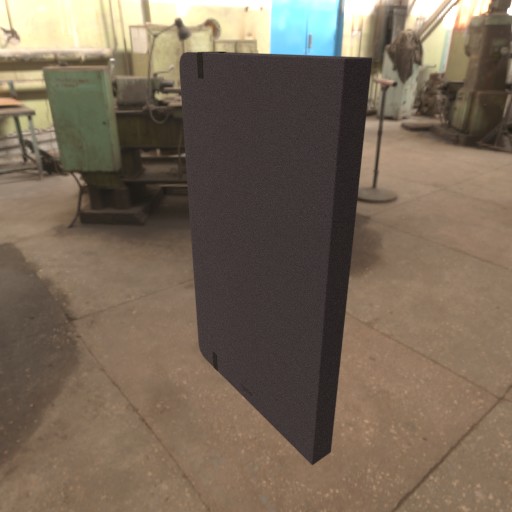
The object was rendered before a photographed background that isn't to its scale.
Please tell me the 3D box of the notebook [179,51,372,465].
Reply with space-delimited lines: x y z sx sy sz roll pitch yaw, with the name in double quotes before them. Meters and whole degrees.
"notebook" 0.000 0.000 0.256 0.016 0.213 0.127 -18 31 -33
